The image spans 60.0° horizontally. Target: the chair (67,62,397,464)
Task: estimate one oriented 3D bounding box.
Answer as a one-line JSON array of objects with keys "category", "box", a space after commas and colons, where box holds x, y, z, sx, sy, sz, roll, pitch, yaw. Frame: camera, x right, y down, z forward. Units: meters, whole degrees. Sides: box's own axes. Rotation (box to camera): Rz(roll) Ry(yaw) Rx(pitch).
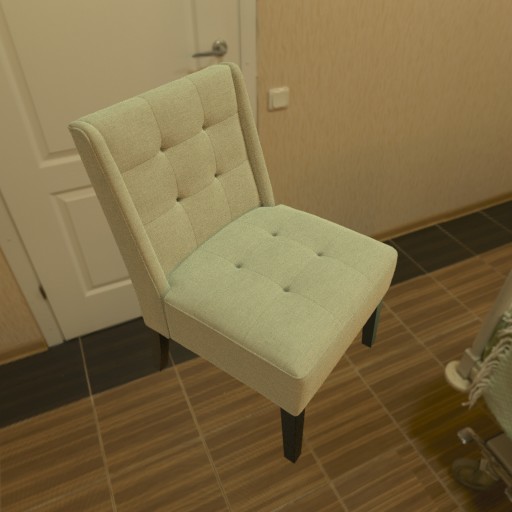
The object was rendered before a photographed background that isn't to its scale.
[{"category": "chair", "box": [0.000, 0.000, 1.284, 0.676, 0.853, 0.569, 25, 46, 27]}]
